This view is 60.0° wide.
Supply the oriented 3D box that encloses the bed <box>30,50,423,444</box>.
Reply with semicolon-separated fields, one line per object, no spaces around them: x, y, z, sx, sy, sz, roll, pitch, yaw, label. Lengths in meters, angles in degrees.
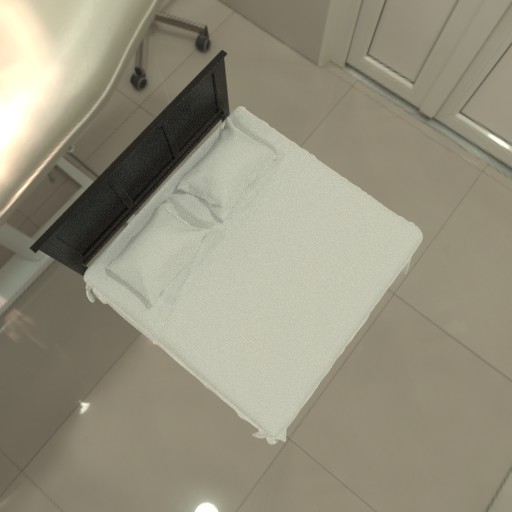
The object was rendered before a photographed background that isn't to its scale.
0.000;0.000;3.575;2.219;1.271;2.315;37;78;10;bed
